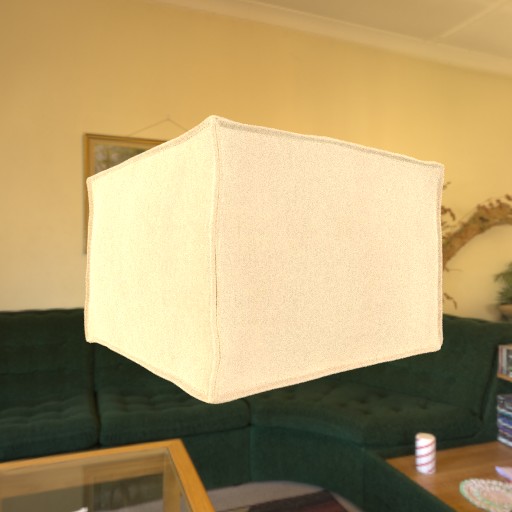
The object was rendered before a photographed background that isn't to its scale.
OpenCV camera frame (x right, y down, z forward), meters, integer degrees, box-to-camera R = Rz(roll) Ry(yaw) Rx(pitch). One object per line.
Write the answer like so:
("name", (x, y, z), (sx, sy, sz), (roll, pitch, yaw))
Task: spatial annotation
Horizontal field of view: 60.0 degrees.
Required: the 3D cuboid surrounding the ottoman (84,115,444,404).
("ottoman", (0.000, 0.000, 1.144), (0.707, 0.470, 0.696), (0, 0, -38))
